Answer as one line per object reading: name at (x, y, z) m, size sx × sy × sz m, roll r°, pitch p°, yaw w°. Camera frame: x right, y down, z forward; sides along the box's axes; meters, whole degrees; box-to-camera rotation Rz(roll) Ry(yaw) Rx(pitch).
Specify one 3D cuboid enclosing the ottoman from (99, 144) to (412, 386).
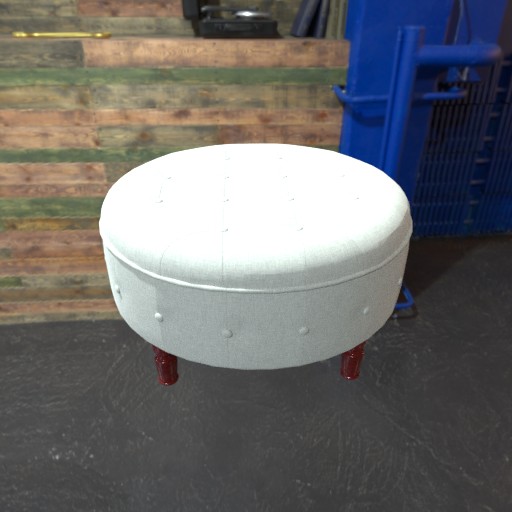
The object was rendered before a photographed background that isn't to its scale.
ottoman at (0.000, 0.000, 1.338) m, size 0.850 × 0.483 × 0.850 m, roll 0°, pitch 30°, yaw 0°
